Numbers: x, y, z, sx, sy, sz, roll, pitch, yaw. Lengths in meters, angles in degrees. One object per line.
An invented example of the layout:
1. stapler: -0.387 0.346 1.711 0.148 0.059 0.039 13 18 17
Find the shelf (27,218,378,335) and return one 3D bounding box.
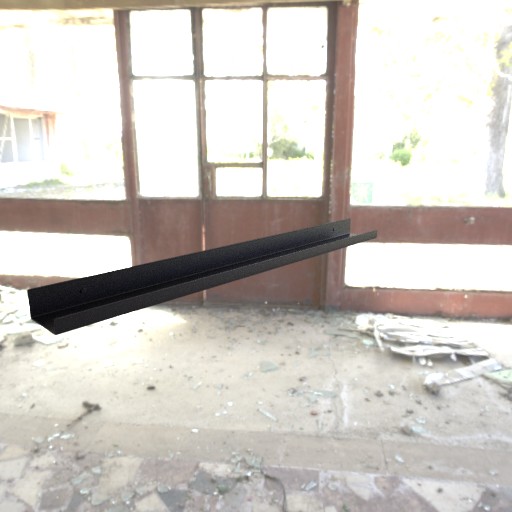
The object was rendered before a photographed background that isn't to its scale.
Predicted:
1. shelf: 0.000 0.000 0.978 0.092 0.049 0.924 13 19 42
